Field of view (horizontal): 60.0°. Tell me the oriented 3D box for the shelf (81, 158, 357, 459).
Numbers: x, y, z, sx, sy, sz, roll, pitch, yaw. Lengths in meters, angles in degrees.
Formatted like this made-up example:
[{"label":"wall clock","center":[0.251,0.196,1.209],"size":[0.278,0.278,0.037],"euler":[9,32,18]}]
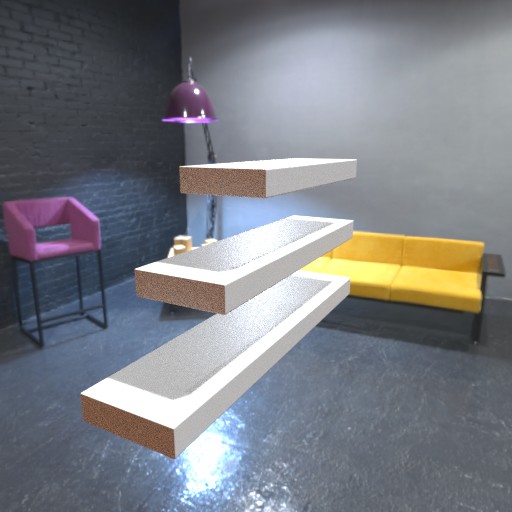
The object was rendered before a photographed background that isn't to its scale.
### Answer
[{"label":"shelf","center":[0.000,0.000,0.724],"size":[0.140,0.293,0.610],"euler":[8,16,28]}]
